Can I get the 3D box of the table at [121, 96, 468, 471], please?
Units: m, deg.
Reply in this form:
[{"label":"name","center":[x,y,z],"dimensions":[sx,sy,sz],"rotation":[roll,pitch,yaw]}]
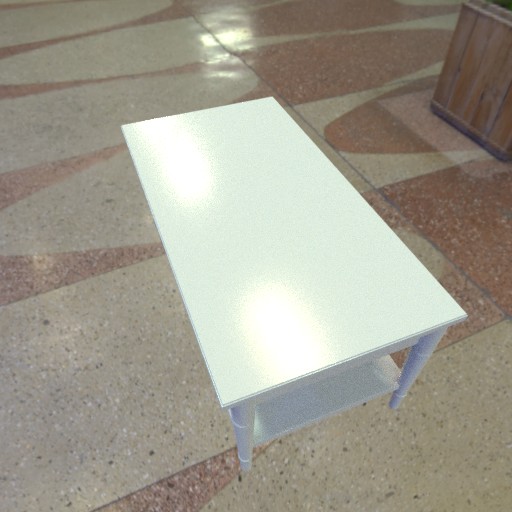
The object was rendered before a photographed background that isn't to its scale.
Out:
[{"label":"table","center":[0.000,0.000,1.388],"dimensions":[0.559,0.457,1.067],"rotation":[-16,48,-15]}]
